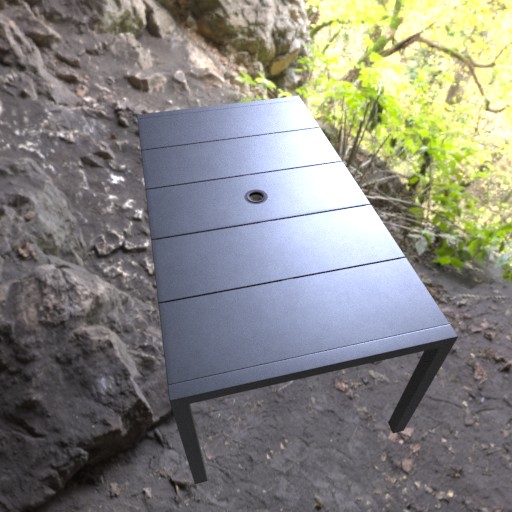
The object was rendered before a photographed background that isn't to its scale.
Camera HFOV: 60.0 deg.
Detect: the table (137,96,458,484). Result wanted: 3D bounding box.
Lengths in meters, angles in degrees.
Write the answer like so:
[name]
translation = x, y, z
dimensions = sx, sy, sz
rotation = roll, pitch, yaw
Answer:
[table]
translation = 0.000, 0.000, 2.157
dimensions = 0.914, 0.735, 1.680
rotation = -10, 47, -9
